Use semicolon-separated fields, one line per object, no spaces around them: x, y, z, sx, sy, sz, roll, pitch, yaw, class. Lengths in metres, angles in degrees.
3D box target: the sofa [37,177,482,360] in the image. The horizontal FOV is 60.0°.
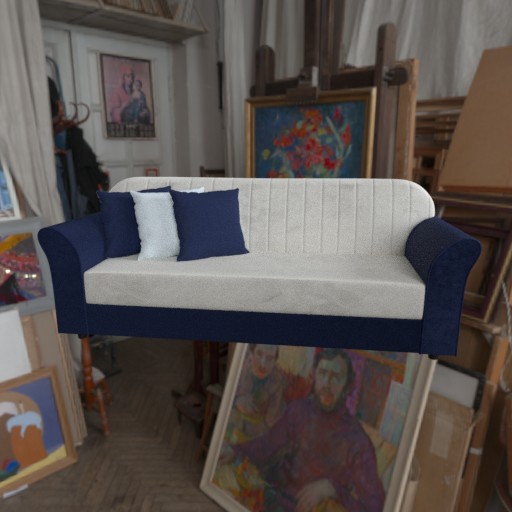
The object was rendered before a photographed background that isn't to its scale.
0.000;0.000;2.370;2.006;0.789;0.749;2;14;7;sofa
